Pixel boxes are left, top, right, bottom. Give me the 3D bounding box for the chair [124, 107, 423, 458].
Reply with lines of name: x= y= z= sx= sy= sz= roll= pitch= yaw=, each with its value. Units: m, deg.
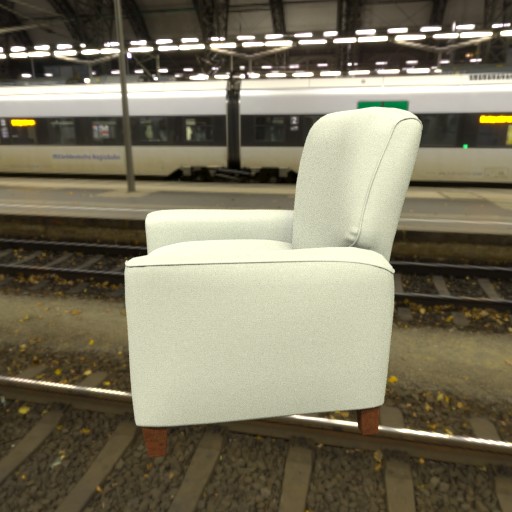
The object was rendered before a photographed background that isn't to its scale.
chair: x=0.000 y=0.000 z=1.596 sx=0.846 sy=1.007 sz=0.853 roll=-2 pitch=16 yaw=-8
